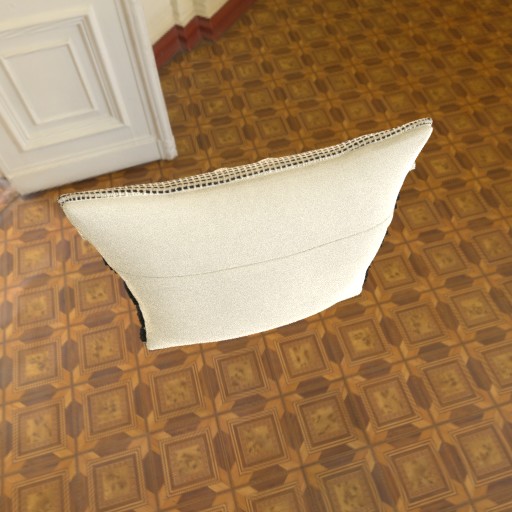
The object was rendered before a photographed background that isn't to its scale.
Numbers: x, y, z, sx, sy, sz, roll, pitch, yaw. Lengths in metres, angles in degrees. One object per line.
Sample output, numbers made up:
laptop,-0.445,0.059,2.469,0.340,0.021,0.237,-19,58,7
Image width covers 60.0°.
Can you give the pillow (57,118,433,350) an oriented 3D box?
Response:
pillow,0.000,0.000,0.676,0.436,0.438,0.156,-14,59,-8
